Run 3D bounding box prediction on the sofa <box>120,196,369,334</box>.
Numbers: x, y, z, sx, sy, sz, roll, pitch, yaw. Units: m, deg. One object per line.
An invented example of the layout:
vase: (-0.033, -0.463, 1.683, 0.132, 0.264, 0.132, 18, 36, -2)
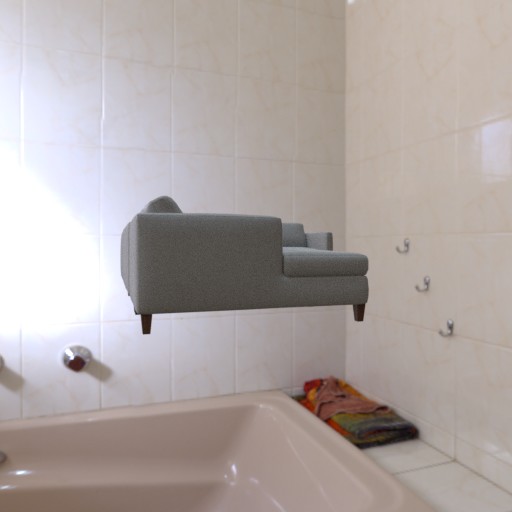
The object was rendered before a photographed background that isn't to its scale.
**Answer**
sofa: (0.000, 0.000, 4.469, 2.551, 0.853, 3.238, 0, 1, -18)
